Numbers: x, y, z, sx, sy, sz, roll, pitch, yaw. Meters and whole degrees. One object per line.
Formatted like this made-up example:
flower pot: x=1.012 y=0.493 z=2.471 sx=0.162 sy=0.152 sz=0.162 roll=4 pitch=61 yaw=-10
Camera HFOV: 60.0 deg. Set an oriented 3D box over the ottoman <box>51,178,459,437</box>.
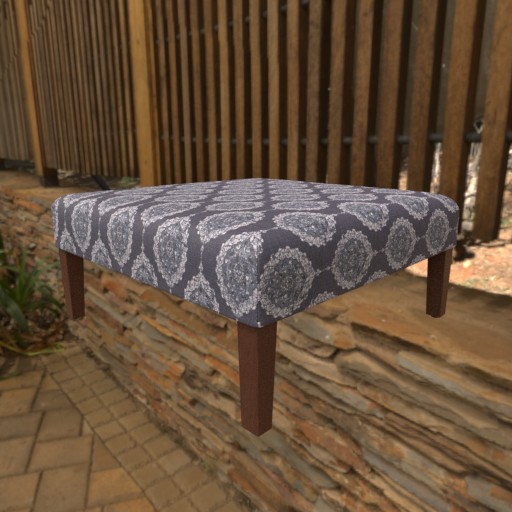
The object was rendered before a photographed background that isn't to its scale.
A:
ottoman: x=0.000 y=0.000 z=1.384 sx=0.889 sy=0.409 sz=0.890 roll=14 pitch=20 yaw=43
